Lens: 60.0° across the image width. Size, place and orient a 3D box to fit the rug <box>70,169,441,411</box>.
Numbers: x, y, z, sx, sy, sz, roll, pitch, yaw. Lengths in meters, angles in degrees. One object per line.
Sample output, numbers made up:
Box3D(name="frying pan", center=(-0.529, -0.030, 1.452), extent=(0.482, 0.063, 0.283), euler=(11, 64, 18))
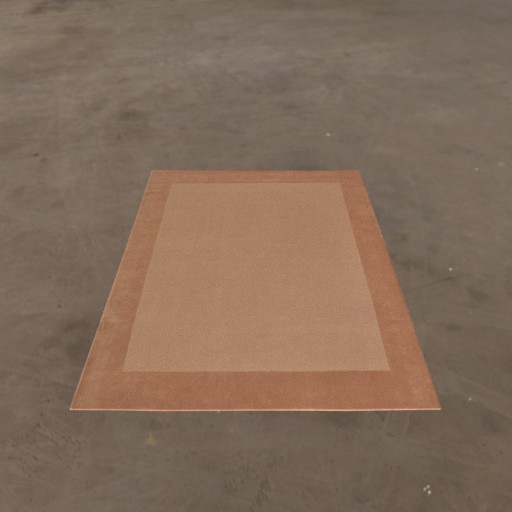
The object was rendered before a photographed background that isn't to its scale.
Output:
Box3D(name="rug", center=(0.000, 0.000, 4.032), extent=(2.431, 0.021, 3.057), euler=(0, 41, 0))
